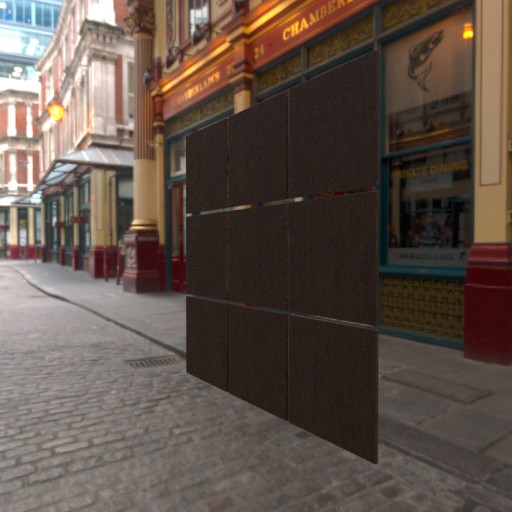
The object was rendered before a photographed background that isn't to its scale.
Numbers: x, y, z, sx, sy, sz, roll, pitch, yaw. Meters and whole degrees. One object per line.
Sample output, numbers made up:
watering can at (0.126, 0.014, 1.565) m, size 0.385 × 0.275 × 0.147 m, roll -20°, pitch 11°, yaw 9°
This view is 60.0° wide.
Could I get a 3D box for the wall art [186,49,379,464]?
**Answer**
wall art at (0.000, 0.000, 2.249) m, size 0.014 × 1.525 × 1.527 m, roll 0°, pitch 1°, yaw -36°
